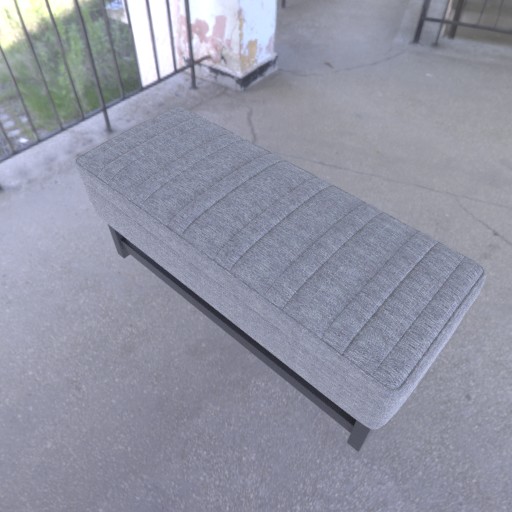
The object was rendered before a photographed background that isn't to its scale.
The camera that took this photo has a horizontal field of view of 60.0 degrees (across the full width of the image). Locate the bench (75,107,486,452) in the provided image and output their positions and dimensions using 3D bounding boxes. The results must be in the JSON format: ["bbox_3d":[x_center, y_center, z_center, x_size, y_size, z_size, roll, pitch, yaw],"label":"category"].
[{"bbox_3d":[0.000,0.000,1.301,1.100,0.470,0.429,34,57,26],"label":"bench"}]
